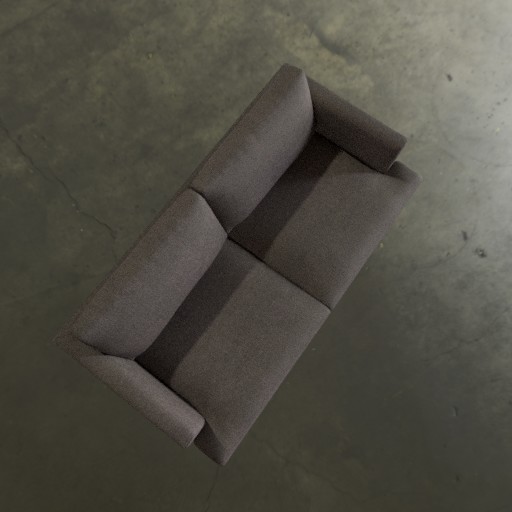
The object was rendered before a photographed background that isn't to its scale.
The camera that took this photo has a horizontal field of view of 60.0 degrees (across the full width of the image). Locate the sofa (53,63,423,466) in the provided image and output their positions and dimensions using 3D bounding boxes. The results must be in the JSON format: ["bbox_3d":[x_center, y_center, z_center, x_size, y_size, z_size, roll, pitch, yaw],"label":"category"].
[{"bbox_3d":[0.000,0.000,2.445,1.020,0.868,1.948,36,78,8],"label":"sofa"}]
